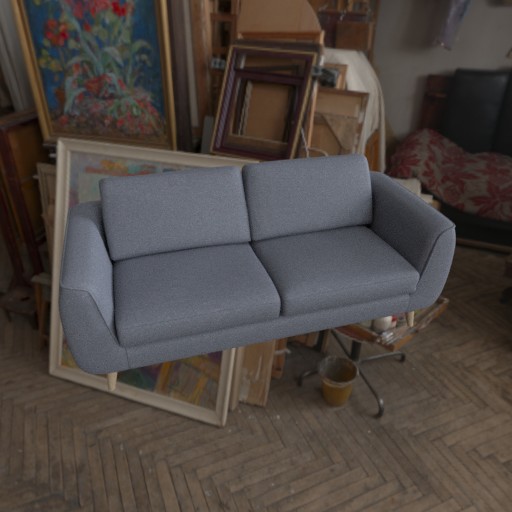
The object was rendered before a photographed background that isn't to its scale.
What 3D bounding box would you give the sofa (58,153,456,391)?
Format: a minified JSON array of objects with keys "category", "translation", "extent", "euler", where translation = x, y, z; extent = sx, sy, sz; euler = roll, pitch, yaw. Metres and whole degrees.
[{"category":"sofa","translation":[0.000,0.000,2.552],"extent":[2.000,0.870,0.920],"euler":[-9,32,-14]}]
